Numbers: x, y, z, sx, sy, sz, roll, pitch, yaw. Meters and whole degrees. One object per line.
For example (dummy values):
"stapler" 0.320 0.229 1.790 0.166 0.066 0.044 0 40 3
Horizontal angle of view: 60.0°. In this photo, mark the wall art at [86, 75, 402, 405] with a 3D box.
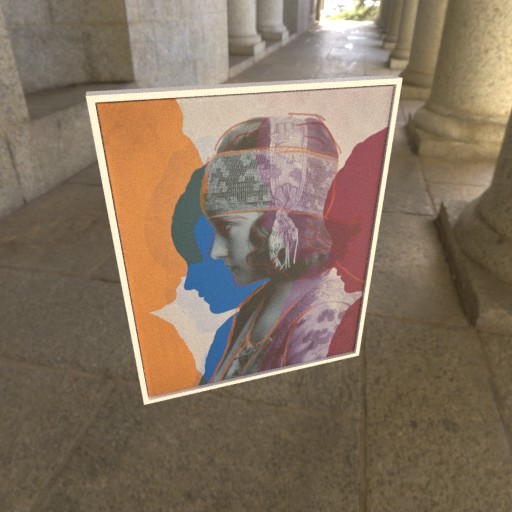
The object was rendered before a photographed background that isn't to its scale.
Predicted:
"wall art" 0.000 0.000 0.749 0.443 0.549 0.030 -9 32 -15
